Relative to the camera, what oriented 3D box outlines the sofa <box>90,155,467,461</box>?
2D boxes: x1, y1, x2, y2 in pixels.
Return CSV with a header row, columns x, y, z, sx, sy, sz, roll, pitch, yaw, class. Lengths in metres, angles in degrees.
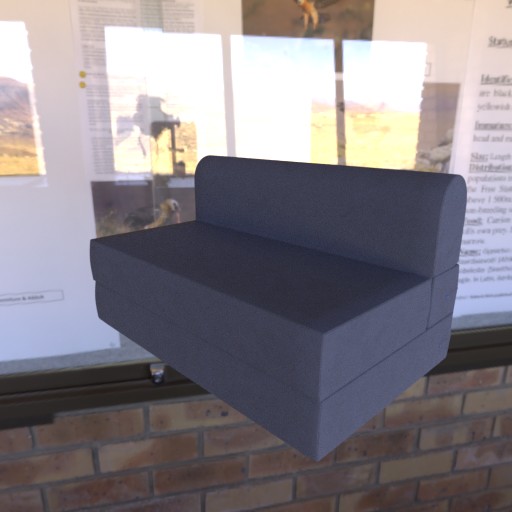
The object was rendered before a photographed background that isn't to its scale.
x,y,z,sx,sy,sz,roll,pitch,yaw,class
0.000,0.000,1.662,0.762,0.660,1.219,-16,23,-42,sofa
